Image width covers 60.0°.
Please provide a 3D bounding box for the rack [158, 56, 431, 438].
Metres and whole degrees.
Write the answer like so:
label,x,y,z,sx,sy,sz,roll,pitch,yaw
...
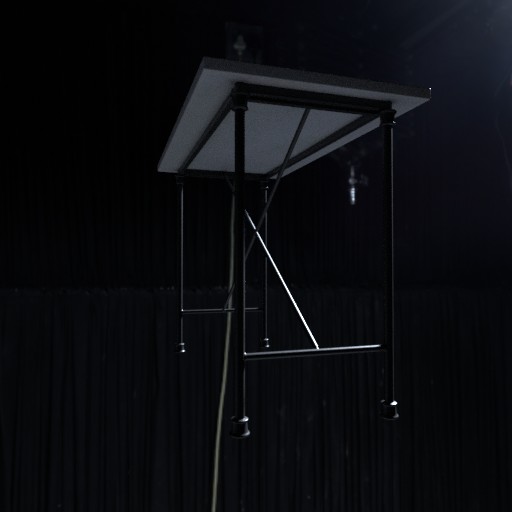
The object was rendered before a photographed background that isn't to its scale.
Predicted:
label,x,y,z,sx,sy,sz,roll,pitch,yaw
rack,0.000,0.000,1.635,0.613,0.880,1.159,0,-1,-18
